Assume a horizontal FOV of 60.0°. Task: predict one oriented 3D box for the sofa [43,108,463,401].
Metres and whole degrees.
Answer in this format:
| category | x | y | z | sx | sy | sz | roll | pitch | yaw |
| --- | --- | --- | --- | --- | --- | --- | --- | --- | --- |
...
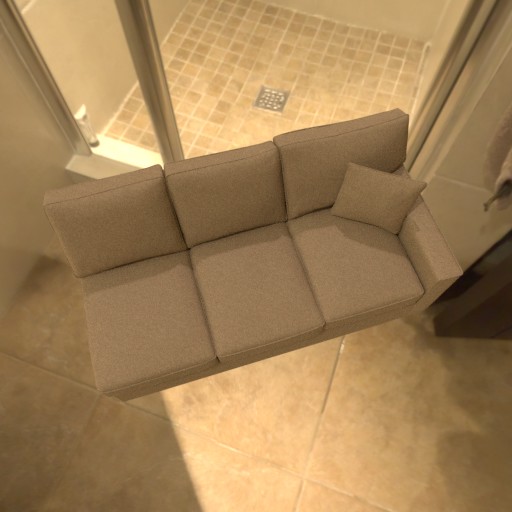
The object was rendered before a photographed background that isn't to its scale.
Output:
| category | x | y | z | sx | sy | sz | roll | pitch | yaw |
| --- | --- | --- | --- | --- | --- | --- | --- | --- | --- |
| sofa | 0.000 | 0.000 | 2.514 | 1.963 | 0.946 | 1.034 | -15 | 65 | -7 |
